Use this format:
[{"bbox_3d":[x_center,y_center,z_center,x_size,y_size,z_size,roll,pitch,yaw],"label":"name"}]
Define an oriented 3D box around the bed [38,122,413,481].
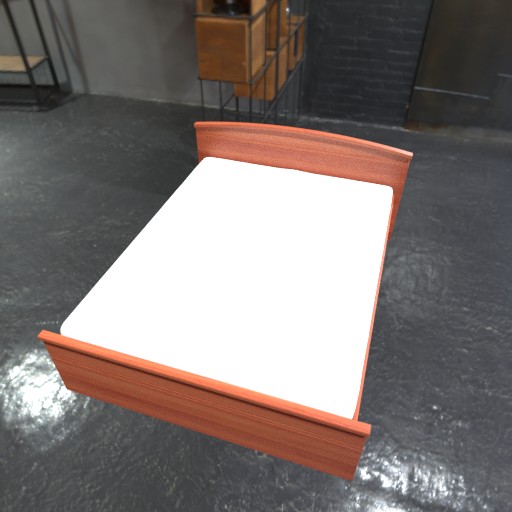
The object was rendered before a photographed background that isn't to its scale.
[{"bbox_3d":[0.000,0.000,2.855,1.683,0.848,2.053,12,42,14],"label":"bed"}]
